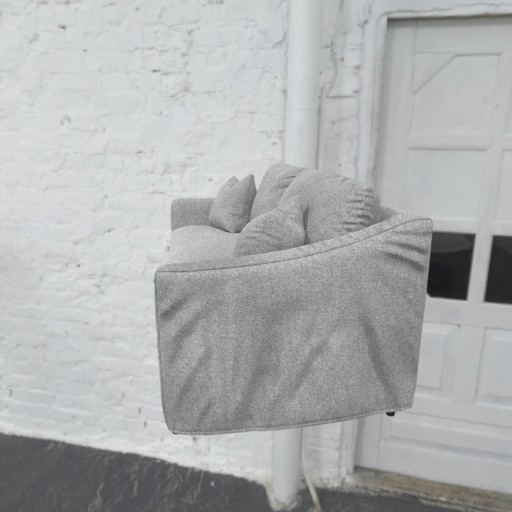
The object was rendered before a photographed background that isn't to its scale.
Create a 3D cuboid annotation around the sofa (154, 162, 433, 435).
[{"bbox_3d":[0.000,0.000,2.606,1.072,1.018,2.010,-2,14,-8],"label":"sofa"}]
